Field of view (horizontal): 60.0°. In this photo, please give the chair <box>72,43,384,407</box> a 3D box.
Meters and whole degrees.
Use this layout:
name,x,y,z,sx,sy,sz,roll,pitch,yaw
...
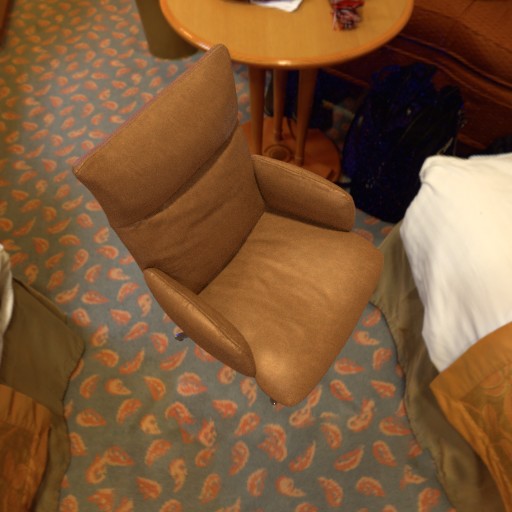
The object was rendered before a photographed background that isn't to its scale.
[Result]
name,x,y,z,sx,sy,sz,roll,pitch,yaw
chair,0.000,0.000,1.520,0.794,1.027,0.711,30,63,17
